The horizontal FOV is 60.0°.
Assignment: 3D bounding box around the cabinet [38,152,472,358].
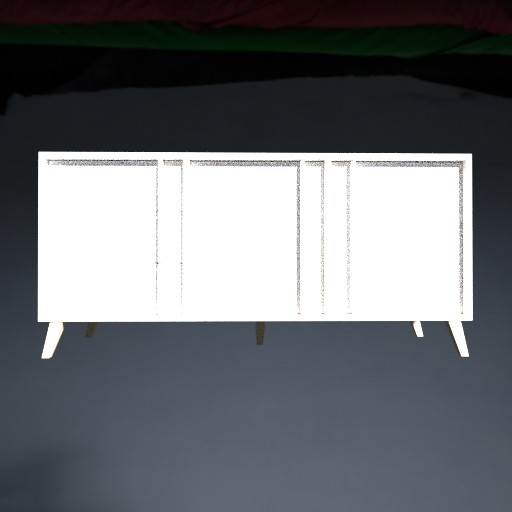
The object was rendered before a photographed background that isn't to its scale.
[{"bbox_3d":[0.000,0.000,1.935,1.649,0.780,0.500,0,0,-1],"label":"cabinet"}]
